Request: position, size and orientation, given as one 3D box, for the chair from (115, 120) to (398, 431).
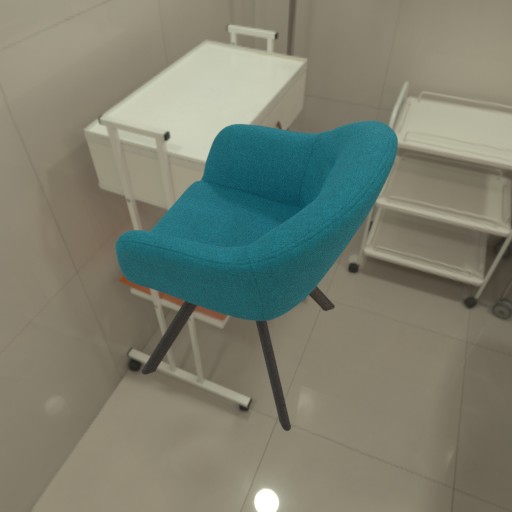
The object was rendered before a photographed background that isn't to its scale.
[{"bbox_3d":[0.000,0.000,1.167,0.565,0.775,0.545,16,47,16],"label":"chair"}]
